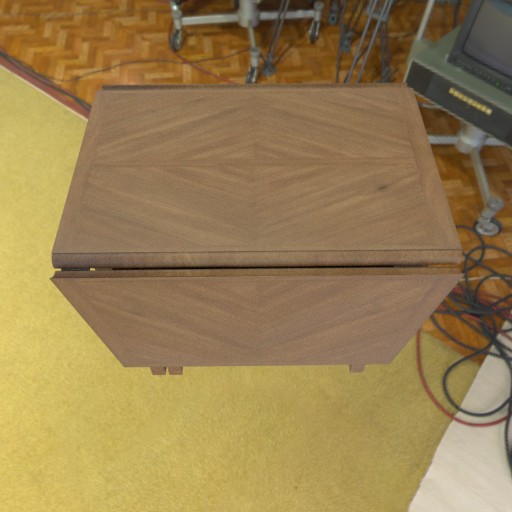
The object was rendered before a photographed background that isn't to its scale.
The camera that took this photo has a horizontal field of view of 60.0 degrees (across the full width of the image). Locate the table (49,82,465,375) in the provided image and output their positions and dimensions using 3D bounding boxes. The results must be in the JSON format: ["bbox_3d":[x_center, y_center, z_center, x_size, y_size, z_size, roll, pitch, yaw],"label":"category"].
[{"bbox_3d":[0.000,0.000,1.614,0.967,0.981,0.701,-1,58,0],"label":"table"}]
